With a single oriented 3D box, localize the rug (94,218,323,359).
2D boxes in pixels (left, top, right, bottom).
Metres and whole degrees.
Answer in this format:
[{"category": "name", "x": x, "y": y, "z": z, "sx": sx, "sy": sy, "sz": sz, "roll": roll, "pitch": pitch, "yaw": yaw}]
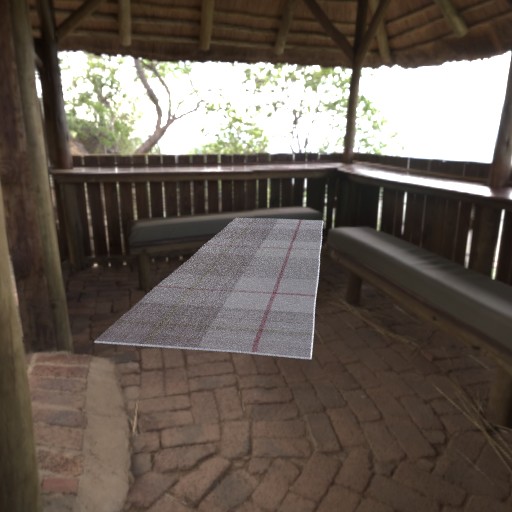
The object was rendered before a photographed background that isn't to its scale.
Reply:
[{"category": "rug", "x": 0.000, "y": 0.000, "z": 2.663, "sx": 0.762, "sy": 0.013, "sz": 2.439, "roll": 2, "pitch": 15, "yaw": 9}]
